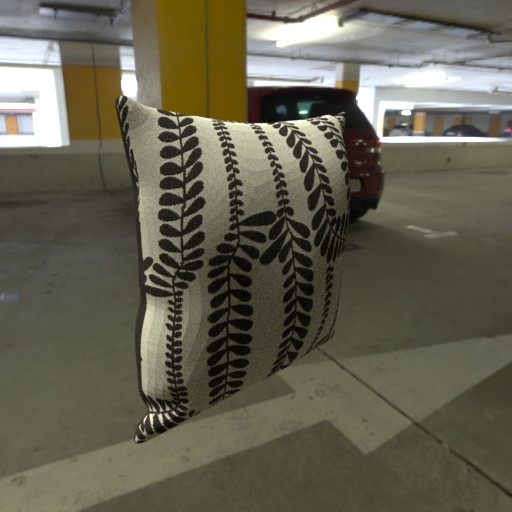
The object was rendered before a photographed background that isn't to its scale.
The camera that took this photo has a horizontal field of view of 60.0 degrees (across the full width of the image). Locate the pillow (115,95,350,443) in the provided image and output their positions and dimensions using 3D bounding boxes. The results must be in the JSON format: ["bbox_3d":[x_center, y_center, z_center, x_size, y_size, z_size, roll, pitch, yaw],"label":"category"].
[{"bbox_3d":[0.000,0.000,0.674,0.440,0.441,0.182,-15,22,-43],"label":"pillow"}]
